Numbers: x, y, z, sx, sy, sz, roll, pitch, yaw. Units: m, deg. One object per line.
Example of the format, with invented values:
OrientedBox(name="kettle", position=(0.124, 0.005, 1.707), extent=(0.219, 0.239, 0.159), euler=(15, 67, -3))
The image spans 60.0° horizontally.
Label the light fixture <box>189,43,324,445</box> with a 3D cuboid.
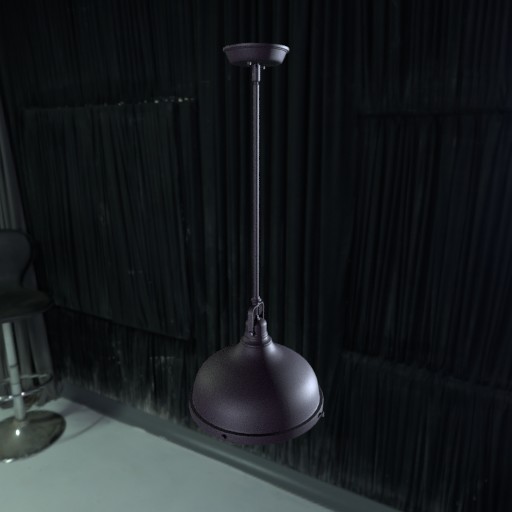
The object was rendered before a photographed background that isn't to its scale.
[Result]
OrientedBox(name="light fixture", position=(0.000, 0.000, 0.991), extent=(0.341, 0.849, 0.341), euler=(7, 17, 24))
